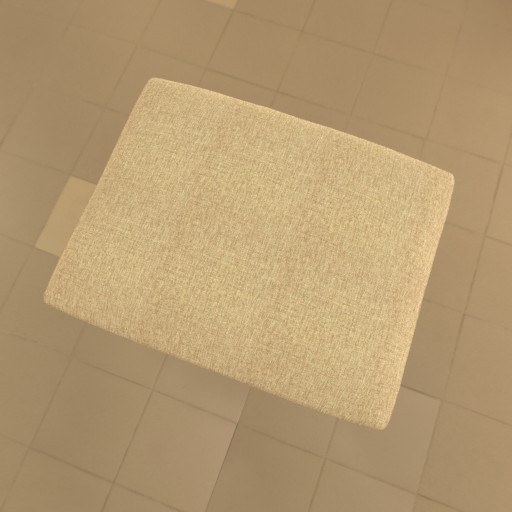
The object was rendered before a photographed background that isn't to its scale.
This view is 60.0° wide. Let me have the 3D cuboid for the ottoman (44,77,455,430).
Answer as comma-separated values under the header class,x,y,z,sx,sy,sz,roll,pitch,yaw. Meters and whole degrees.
class,x,y,z,sx,sy,sz,roll,pitch,yaw
ottoman,0.000,0.000,1.107,0.741,0.513,0.584,19,77,5
